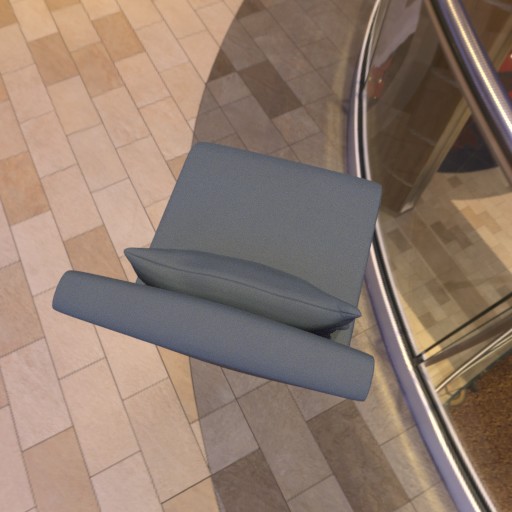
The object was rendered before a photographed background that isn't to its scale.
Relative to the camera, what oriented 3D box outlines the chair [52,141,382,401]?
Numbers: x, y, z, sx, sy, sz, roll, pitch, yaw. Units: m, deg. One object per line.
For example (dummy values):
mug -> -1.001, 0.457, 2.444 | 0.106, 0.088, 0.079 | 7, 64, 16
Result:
chair -> 0.000, 0.000, 1.520 | 0.770, 0.808, 0.900 | 15, 65, 7
